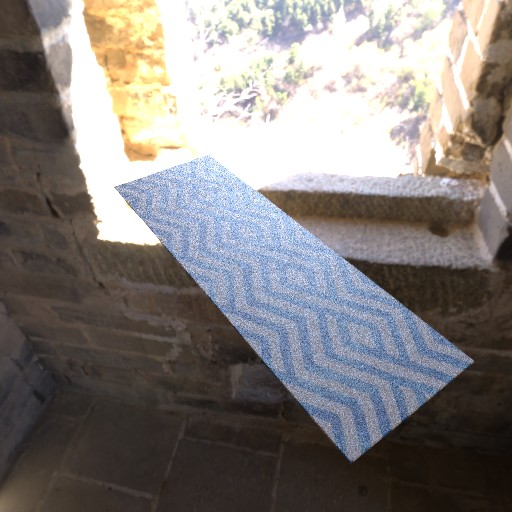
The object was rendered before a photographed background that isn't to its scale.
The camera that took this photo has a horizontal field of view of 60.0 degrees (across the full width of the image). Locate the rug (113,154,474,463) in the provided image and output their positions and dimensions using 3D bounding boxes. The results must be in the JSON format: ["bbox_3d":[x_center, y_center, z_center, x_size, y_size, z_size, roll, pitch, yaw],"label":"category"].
[{"bbox_3d":[0.000,0.000,1.634,0.503,0.007,1.492,-26,48,-26],"label":"rug"}]
